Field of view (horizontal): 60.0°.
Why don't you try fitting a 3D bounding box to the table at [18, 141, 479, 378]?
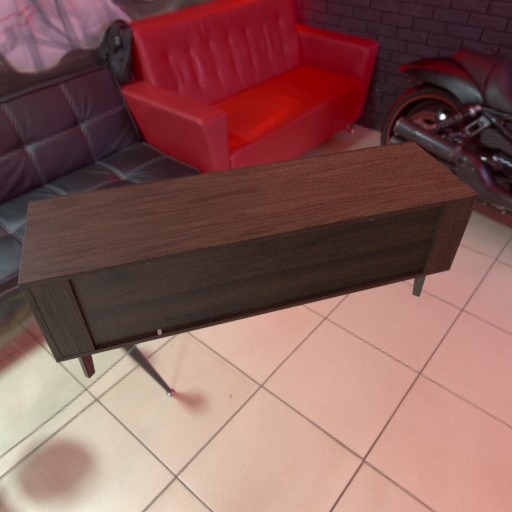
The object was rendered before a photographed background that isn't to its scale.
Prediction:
[{"bbox_3d":[0.000,0.000,1.597,1.397,0.508,0.405,-12,42,-13],"label":"table"}]
